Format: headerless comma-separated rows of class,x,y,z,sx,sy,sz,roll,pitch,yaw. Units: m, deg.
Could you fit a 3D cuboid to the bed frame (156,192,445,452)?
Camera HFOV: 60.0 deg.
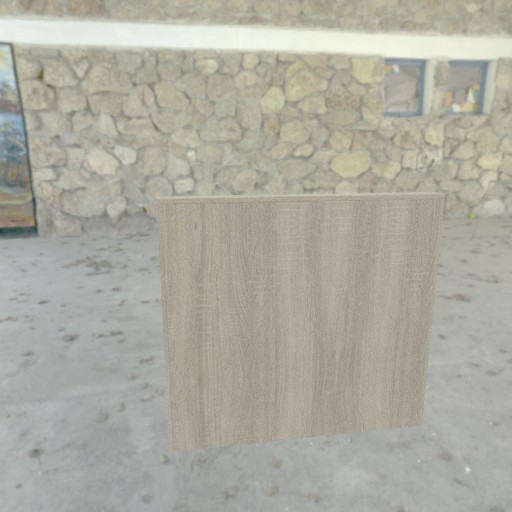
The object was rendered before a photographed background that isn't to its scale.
bed frame,0.000,0.000,2.608,0.990,0.920,2.140,-2,14,-9
